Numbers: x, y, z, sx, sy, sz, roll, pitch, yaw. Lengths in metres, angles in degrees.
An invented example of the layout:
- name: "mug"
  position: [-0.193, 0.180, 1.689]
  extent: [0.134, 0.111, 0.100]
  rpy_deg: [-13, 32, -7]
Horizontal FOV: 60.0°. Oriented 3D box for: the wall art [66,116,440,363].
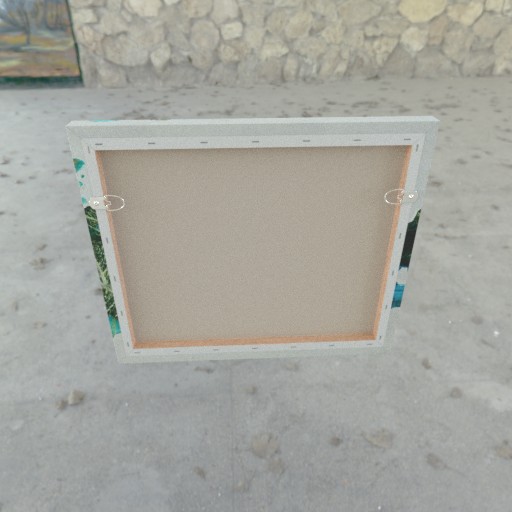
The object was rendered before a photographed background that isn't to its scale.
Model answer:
- name: "wall art"
  position: [0.000, 0.000, 1.012]
  extent: [0.711, 0.610, 0.043]
  rpy_deg: [-2, 32, -3]
